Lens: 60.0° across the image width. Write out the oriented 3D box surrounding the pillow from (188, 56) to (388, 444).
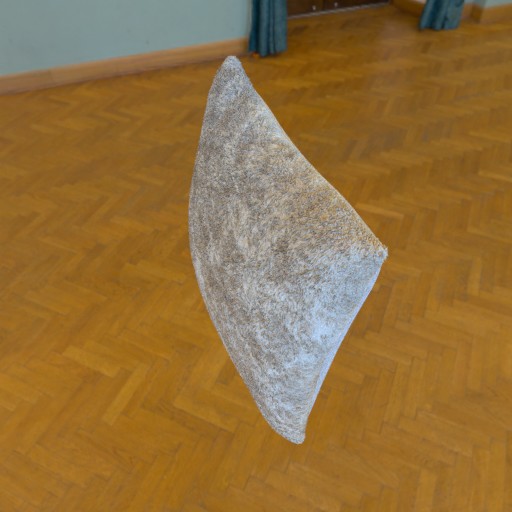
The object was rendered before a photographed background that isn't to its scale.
[{"bbox_3d":[0.000,0.000,0.813,0.218,0.515,0.529,-17,50,-15],"label":"pillow"}]
